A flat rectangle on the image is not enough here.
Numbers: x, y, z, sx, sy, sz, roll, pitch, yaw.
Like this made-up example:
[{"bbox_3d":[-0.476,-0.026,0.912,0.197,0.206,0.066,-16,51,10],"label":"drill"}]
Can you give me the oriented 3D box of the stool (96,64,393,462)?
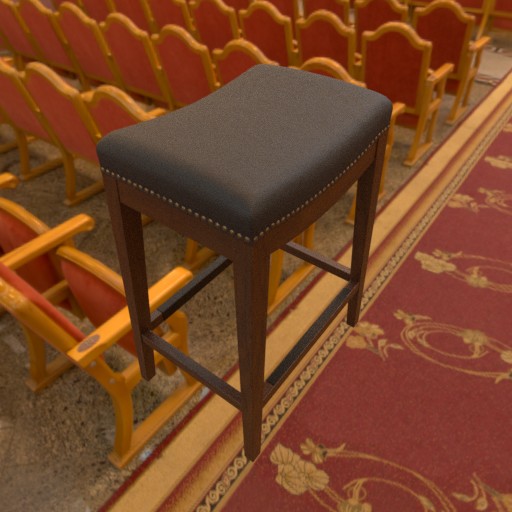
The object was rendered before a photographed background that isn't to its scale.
[{"bbox_3d":[0.000,0.000,0.963,0.353,0.664,0.490,27,48,27],"label":"stool"}]
